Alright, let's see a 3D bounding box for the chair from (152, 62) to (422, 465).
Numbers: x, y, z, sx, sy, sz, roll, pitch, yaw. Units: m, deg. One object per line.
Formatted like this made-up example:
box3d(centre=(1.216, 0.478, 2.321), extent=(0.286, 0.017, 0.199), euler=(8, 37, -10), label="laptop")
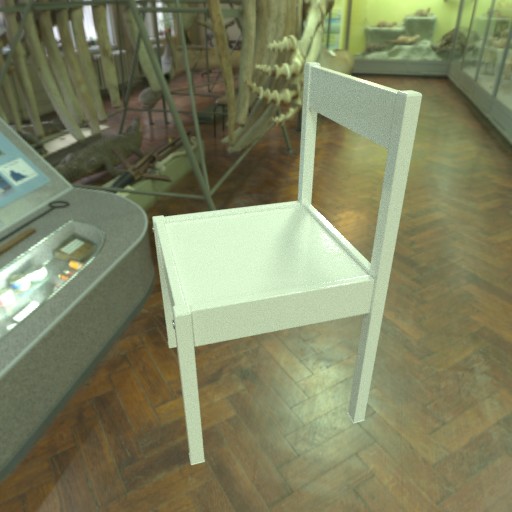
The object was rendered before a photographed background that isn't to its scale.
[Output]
box3d(centre=(0.000, 0.000, 0.674), extent=(0.285, 0.505, 0.285), euler=(-8, 31, -14), label="chair")
